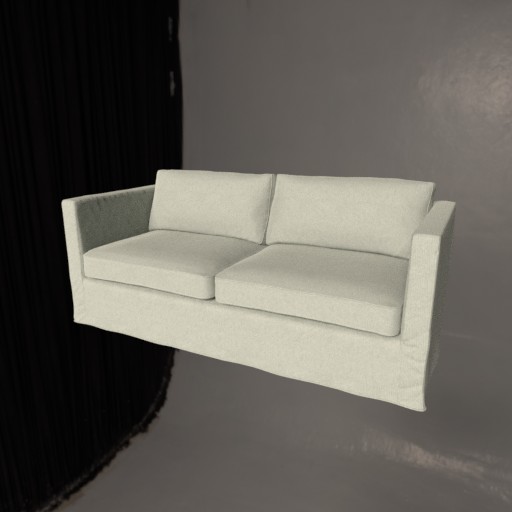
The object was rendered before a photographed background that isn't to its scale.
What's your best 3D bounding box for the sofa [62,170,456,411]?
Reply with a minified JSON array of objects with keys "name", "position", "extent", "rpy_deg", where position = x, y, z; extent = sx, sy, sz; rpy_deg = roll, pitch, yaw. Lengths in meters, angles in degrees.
[{"name":"sofa","position":[0.000,0.000,2.482],"extent":[1.987,0.870,0.940],"rpy_deg":[8,18,26]}]
